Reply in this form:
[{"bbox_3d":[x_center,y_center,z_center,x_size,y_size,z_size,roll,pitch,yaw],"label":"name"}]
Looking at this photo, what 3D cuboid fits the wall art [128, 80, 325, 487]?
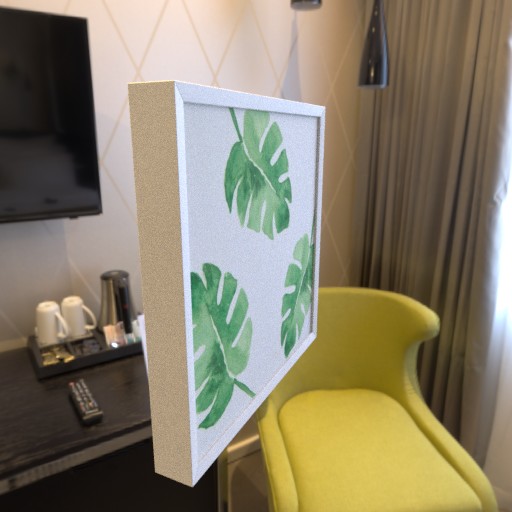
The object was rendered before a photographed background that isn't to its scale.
[{"bbox_3d":[0.000,0.000,0.454,0.038,0.305,0.305,7,17,25],"label":"wall art"}]
